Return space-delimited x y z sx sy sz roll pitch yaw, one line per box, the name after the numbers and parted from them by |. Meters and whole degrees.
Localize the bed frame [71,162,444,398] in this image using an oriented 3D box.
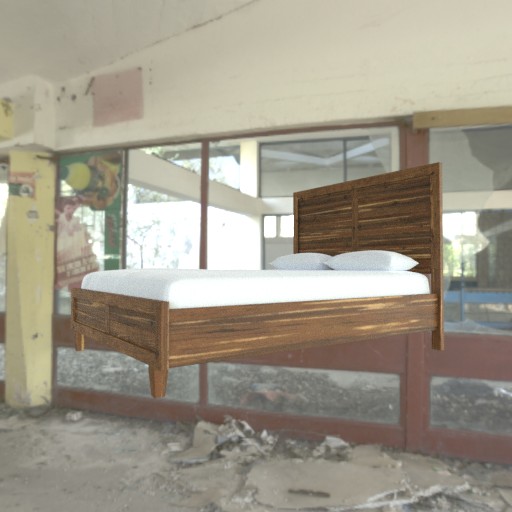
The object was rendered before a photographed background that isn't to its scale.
0.000 0.000 3.381 2.276 1.417 1.696 1 -2 -36 | bed frame
